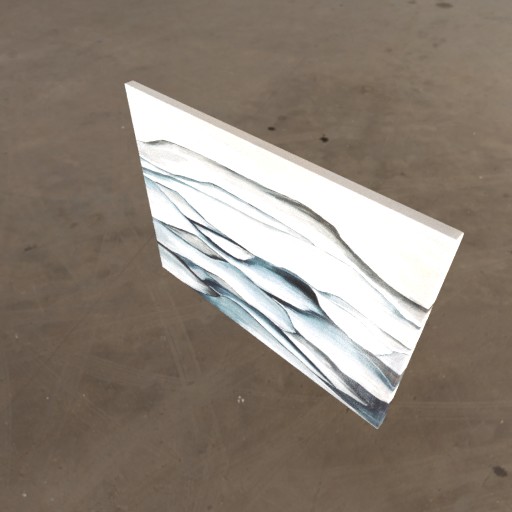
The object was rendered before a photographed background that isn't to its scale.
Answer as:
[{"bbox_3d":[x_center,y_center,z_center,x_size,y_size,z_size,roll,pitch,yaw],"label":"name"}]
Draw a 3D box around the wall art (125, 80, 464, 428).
[{"bbox_3d":[0.000,0.000,1.585,1.219,0.915,0.039,32,53,29],"label":"wall art"}]
